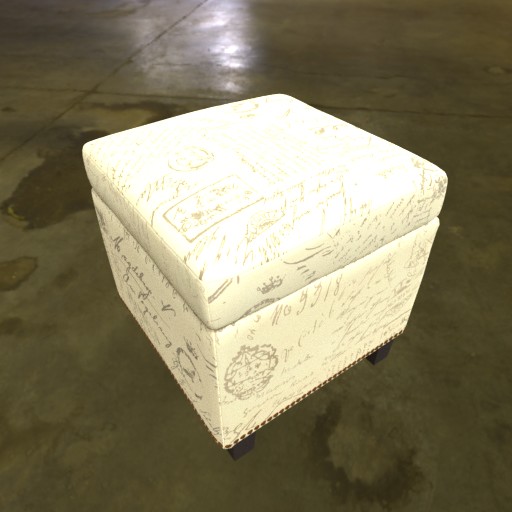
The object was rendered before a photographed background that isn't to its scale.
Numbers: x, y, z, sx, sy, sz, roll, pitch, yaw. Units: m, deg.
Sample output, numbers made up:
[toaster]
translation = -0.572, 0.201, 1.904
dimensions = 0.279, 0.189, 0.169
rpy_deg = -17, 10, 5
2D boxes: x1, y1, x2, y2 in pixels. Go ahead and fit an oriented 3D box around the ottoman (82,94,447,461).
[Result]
[ottoman]
translation = 0.000, 0.000, 0.847
dimensions = 0.449, 0.457, 0.450
rpy_deg = -24, 45, -27
